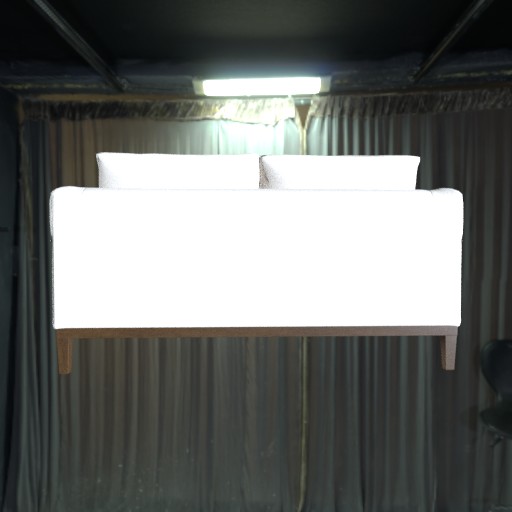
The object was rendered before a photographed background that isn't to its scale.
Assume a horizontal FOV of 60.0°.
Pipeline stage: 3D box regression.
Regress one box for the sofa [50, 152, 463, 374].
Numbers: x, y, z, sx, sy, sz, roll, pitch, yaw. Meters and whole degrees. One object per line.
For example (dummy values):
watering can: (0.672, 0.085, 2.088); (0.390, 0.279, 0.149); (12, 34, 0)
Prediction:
sofa: (0.000, 0.000, 2.123); (1.598, 0.873, 0.905); (0, 1, -2)
